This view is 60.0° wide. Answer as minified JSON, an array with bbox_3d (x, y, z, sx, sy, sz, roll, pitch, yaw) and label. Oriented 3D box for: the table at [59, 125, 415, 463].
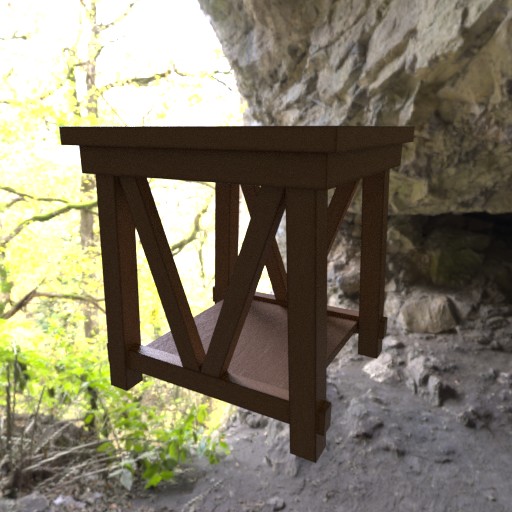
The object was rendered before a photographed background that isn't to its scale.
[{"bbox_3d":[0.000,0.000,1.136,0.612,0.638,0.610,9,18,28],"label":"table"}]
